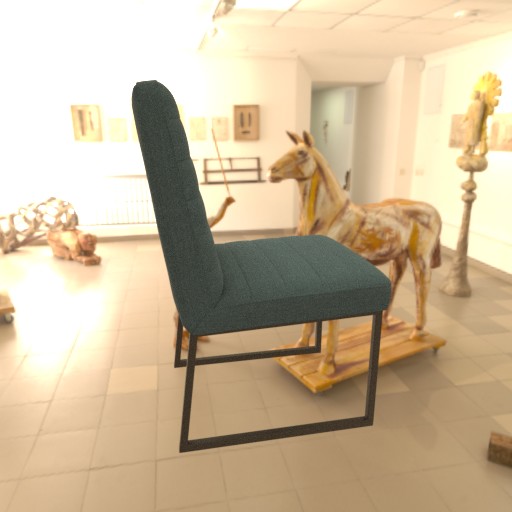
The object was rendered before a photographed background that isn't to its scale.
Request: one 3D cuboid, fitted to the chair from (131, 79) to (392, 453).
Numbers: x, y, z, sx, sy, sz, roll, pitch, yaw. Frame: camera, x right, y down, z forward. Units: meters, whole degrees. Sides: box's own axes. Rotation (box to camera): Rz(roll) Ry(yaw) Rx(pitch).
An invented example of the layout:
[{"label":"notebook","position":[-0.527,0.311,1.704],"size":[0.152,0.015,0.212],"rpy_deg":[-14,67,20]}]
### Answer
[{"label":"chair","position":[0.000,0.000,1.315],"size":[0.634,0.930,0.520],"rpy_deg":[-3,17,-11]}]
